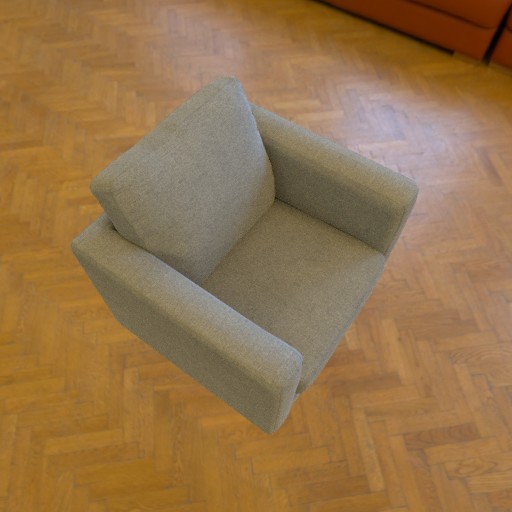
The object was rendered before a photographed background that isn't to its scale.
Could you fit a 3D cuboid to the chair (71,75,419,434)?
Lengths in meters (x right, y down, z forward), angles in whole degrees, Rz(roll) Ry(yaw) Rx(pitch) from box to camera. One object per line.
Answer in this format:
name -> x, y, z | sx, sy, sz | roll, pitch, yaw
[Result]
chair -> 0.000, 0.000, 1.582 | 0.800, 0.927, 0.855 | 31, 63, 18
